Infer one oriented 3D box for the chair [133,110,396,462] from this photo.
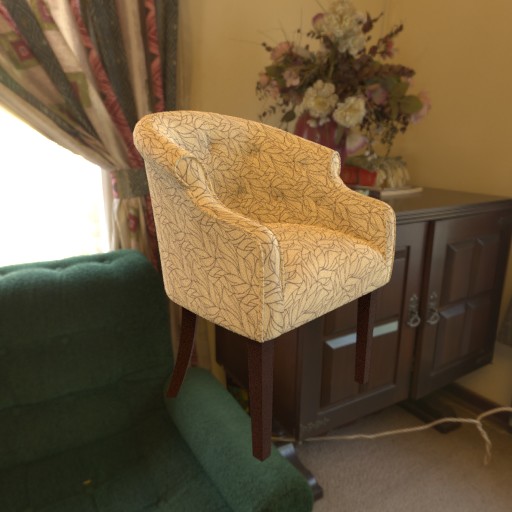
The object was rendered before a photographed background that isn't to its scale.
[{"bbox_3d":[0.000,0.000,1.341,0.613,0.858,0.686,13,19,41],"label":"chair"}]
